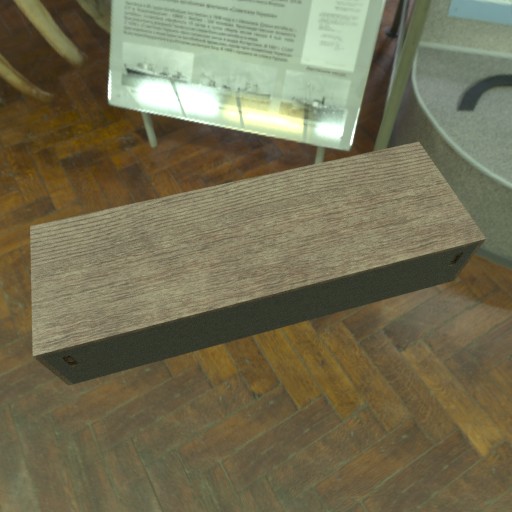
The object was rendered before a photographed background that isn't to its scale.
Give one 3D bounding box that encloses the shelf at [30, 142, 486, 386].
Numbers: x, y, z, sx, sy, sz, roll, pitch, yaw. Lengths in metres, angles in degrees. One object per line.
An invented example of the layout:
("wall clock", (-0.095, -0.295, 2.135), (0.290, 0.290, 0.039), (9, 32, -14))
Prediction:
("shelf", (0.000, 0.000, 0.675), (0.610, 0.125, 0.200), (-14, 59, -9))
